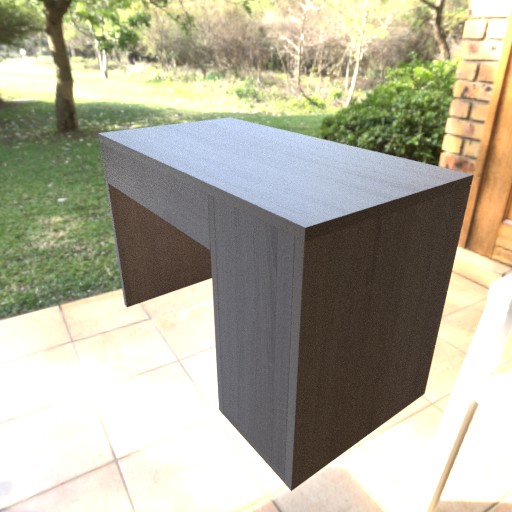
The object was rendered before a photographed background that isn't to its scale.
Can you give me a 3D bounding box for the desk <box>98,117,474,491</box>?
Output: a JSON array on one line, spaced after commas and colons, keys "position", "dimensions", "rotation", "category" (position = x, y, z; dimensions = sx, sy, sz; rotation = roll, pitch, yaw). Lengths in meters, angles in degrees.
[{"position": [0.000, 0.000, 1.528], "dimensions": [0.600, 0.731, 1.100], "rotation": [-18, 32, -33], "category": "desk"}]
